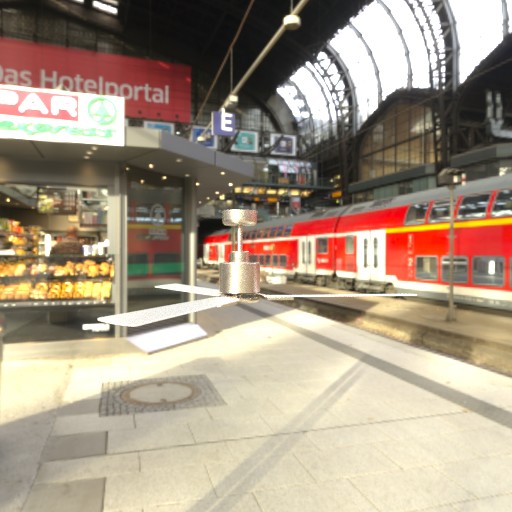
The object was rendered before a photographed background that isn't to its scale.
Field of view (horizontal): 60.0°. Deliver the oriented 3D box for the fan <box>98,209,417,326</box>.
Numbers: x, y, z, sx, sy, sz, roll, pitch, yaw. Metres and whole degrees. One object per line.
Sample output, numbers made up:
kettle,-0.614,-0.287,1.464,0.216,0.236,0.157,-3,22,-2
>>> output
fan,0.000,0.000,2.314,1.531,0.446,1.561,0,1,-19
